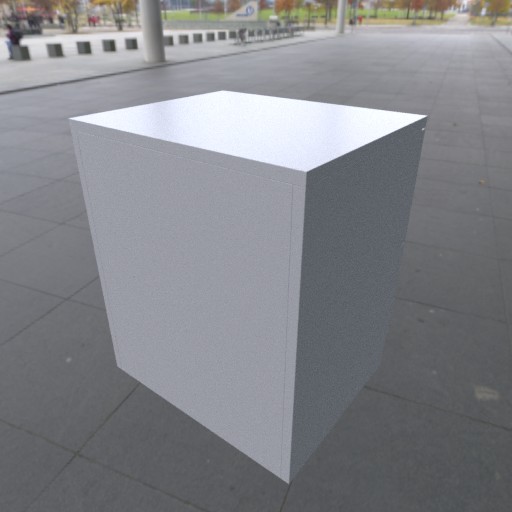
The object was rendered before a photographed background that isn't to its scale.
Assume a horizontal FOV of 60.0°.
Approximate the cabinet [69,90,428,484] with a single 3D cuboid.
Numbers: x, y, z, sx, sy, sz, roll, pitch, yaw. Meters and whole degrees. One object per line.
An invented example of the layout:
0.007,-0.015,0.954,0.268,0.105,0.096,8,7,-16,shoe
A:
0.000,0.000,0.764,0.400,0.470,0.360,20,35,33,cabinet
